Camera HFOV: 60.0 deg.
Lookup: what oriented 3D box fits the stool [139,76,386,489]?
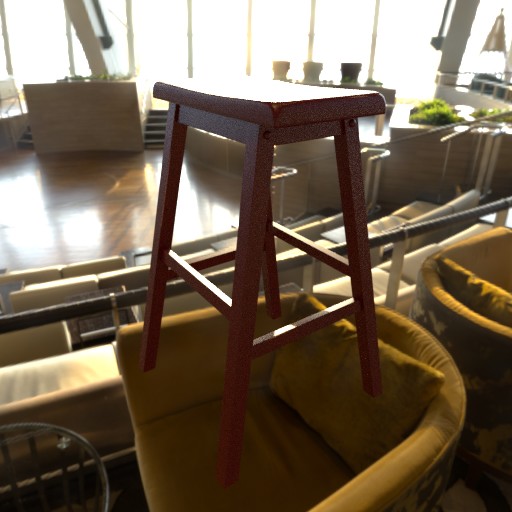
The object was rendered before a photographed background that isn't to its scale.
[{"bbox_3d":[0.000,0.000,1.023,0.476,0.737,0.457,-17,31,-31],"label":"stool"}]
